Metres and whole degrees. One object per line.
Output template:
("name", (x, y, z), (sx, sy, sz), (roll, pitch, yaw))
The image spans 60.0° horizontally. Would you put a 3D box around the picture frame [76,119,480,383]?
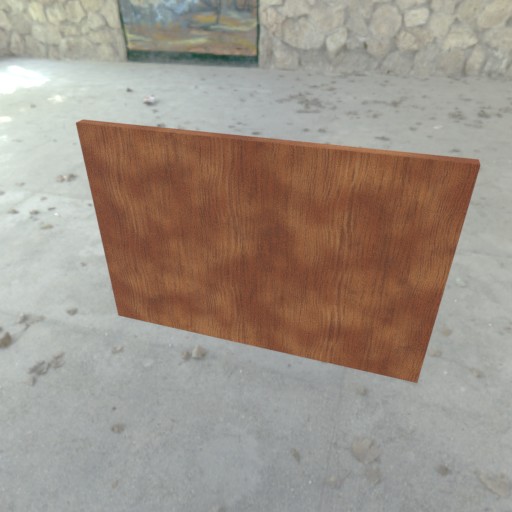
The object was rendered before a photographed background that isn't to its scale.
("picture frame", (0.000, 0.000, 1.191), (0.950, 0.640, 0.029), (10, 34, 15))
